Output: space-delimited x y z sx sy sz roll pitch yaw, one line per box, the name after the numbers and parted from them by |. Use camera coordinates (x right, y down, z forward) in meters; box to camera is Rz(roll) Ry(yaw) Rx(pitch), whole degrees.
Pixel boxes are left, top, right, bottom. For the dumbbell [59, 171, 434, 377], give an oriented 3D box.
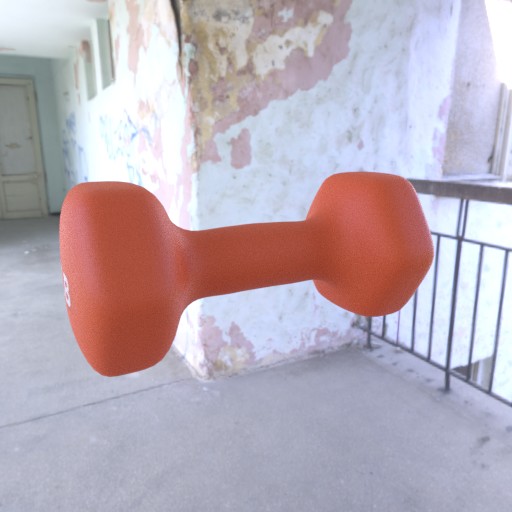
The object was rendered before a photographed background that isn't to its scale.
0.000 0.000 0.202 0.162 0.071 0.079 -7 16 -26 | dumbbell
